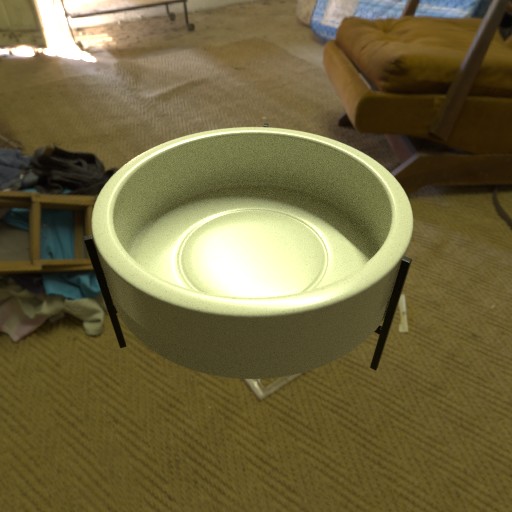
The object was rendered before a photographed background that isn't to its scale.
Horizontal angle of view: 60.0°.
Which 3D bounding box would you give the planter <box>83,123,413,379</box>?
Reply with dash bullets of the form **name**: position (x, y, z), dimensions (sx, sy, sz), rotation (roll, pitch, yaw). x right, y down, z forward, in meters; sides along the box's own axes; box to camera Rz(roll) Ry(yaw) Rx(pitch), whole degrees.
- **planter**: position (0.000, 0.000, 0.530), dimensions (0.345, 0.171, 0.336), rotation (26, 48, 26)
